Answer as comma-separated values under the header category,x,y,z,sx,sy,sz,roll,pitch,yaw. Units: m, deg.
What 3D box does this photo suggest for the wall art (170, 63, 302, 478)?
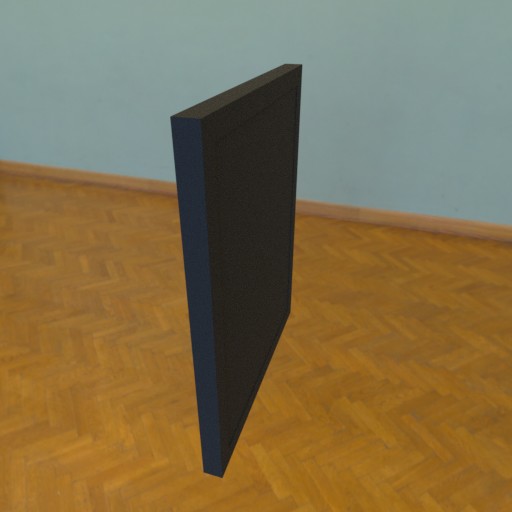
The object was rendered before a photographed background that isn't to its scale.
category,x,y,z,sx,sy,sz,roll,pitch,yaw
wall art,0.000,0.000,0.759,0.033,0.559,0.457,9,31,15
